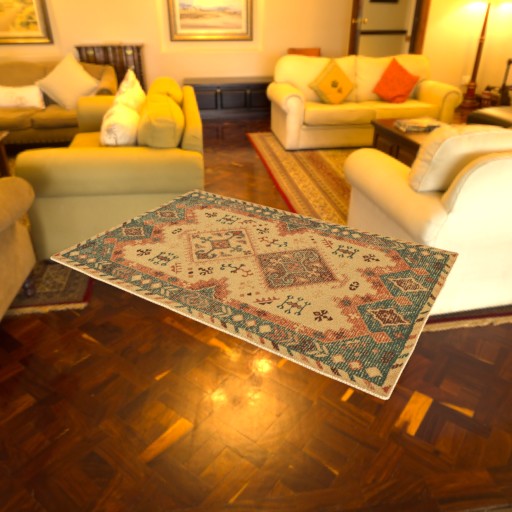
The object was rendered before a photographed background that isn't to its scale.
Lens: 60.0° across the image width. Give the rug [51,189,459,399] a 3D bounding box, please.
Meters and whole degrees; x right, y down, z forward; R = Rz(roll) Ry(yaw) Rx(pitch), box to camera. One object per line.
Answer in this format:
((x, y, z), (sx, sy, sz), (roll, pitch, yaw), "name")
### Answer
((0.000, 0.000, 2.377), (1.840, 0.015, 1.225), (17, 33, 28), "rug")
